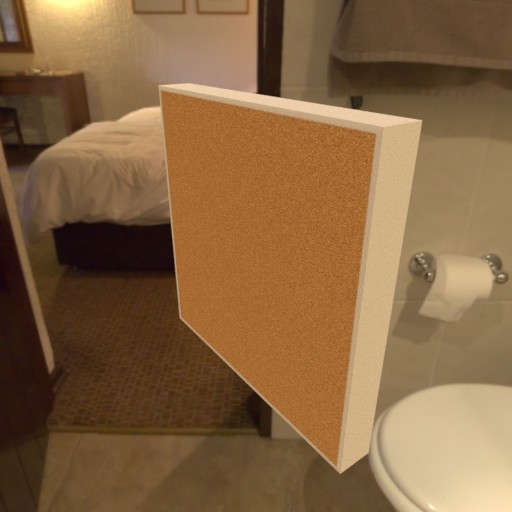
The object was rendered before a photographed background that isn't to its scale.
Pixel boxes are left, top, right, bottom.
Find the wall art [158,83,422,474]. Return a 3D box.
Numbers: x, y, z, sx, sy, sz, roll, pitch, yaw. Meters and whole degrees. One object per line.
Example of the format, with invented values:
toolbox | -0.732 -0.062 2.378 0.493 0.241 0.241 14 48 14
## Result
wall art | 0.000 0.000 0.450 0.038 0.304 0.305 -18 32 -32
